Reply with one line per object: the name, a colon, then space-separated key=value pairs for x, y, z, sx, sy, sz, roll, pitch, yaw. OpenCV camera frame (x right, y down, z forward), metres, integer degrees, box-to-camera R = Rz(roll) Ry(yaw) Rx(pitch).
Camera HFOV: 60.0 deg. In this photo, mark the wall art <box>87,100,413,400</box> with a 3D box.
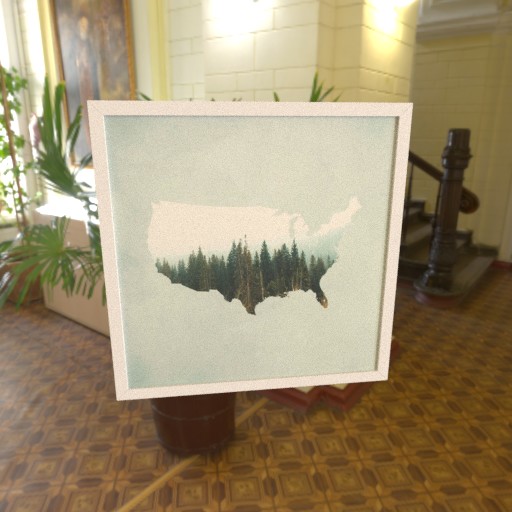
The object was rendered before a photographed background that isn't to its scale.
wall art: x=0.000 y=0.000 z=0.776 sx=0.509 sy=0.509 sz=0.040 roll=-2 pitch=16 yaw=-7
